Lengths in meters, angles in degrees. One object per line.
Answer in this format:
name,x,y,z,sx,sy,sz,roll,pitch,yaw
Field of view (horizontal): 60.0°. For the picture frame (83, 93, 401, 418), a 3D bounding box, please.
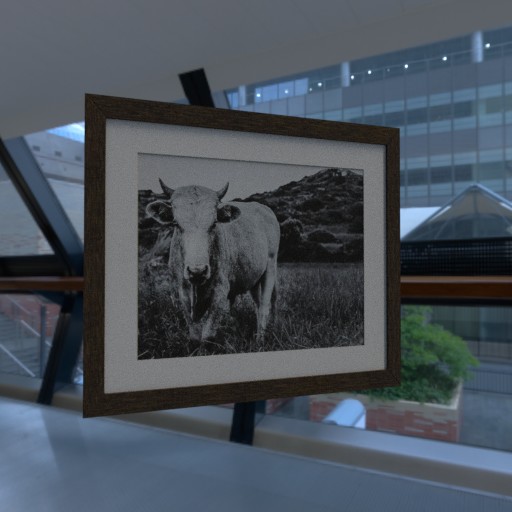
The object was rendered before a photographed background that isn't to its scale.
picture frame,0.000,0.000,0.524,0.378,0.330,0.033,0,-1,-18
